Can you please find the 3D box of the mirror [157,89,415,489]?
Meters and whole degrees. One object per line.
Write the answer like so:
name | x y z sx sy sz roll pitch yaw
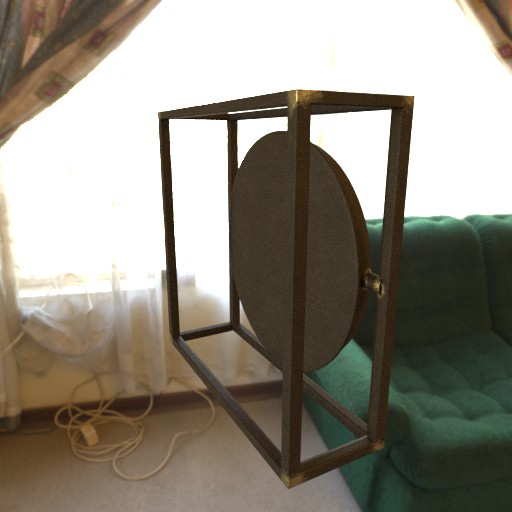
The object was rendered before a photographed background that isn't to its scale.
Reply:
mirror | 0.000 0.000 0.471 0.107 0.303 0.306 -8 17 -27
